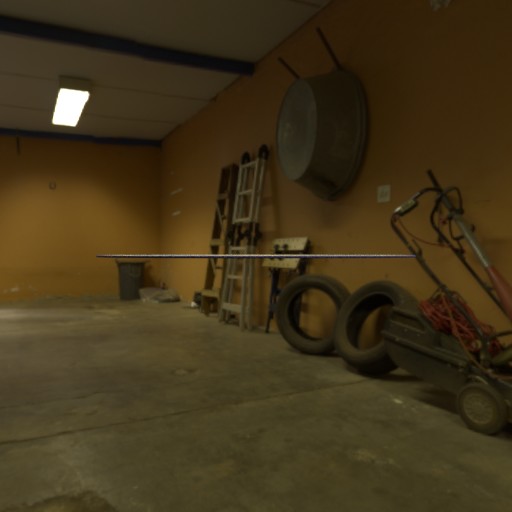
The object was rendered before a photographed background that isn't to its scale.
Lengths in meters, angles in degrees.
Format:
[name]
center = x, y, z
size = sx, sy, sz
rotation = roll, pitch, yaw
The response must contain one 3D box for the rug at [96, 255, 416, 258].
[rug]
center = 0.000, 0.000, 2.345
size = 1.591, 0.010, 1.591
rotation = 0, 0, 0
